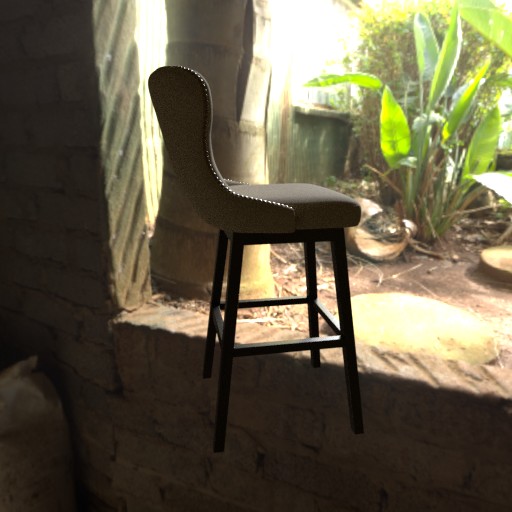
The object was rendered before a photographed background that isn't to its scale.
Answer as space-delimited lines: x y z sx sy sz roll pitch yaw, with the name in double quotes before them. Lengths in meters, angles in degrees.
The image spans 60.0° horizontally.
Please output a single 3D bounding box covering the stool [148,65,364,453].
"stool" 0.000 0.000 1.407 0.605 1.066 0.528 -3 16 -10
